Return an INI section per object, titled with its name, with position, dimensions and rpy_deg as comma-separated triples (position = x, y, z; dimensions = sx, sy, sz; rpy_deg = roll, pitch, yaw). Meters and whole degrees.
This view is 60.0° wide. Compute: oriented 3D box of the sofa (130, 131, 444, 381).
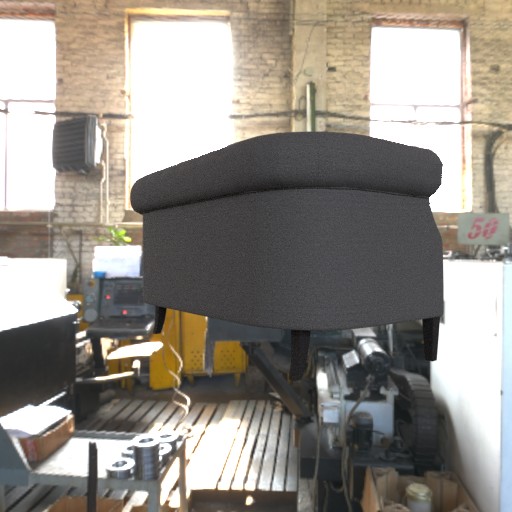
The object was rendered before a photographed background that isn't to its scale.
[sofa]
position = 0.000, 0.000, 2.074
dimensions = 0.835, 0.827, 1.558
rpy_deg = 0, 0, -37
